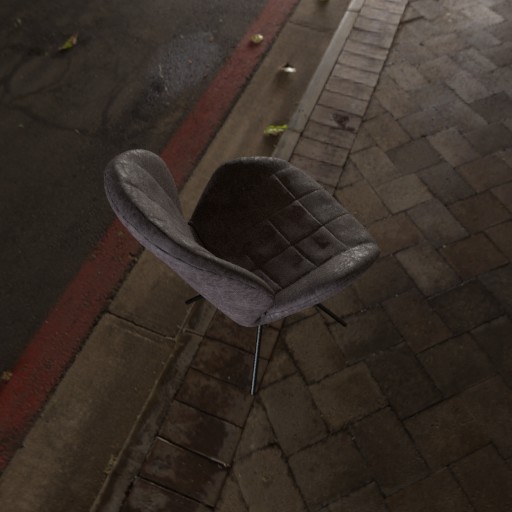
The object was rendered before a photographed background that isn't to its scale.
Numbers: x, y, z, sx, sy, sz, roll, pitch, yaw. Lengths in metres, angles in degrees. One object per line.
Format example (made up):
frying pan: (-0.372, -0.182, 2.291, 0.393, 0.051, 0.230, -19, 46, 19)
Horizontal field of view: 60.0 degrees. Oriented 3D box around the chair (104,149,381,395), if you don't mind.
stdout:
chair: (0.000, 0.000, 1.303, 0.640, 0.934, 0.527, -32, 63, -18)
